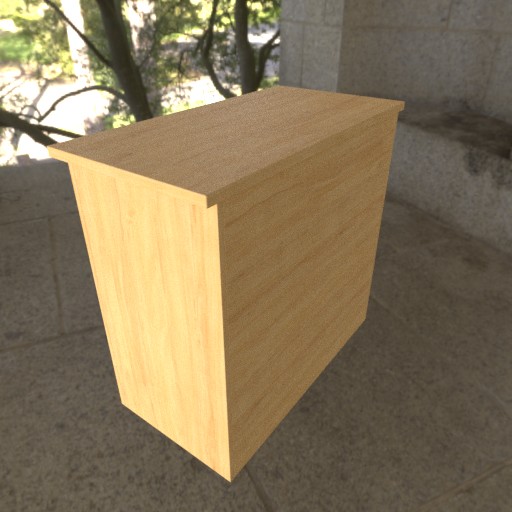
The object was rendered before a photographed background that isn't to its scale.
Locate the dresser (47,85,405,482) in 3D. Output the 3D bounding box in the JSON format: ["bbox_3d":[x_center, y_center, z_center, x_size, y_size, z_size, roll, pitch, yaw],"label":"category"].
[{"bbox_3d":[0.000,0.000,1.208,0.410,0.730,0.800,21,36,31],"label":"dresser"}]
